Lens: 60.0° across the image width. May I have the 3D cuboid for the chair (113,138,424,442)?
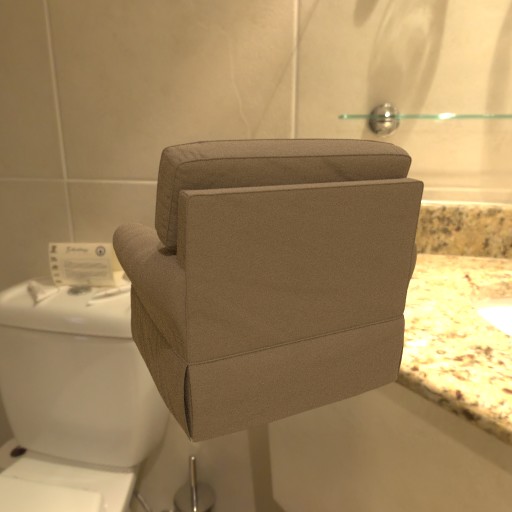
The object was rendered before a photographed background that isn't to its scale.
[{"bbox_3d":[0.000,0.000,1.977,1.135,1.017,0.988,-7,17,-25],"label":"chair"}]
